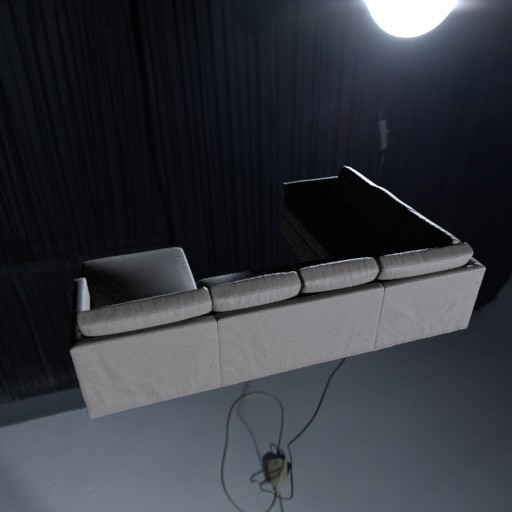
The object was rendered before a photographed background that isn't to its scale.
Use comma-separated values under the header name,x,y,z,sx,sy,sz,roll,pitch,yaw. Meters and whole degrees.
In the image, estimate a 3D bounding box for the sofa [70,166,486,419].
name,x,y,z,sx,sy,sz,roll,pitch,yaw
sofa,0.000,0.000,4.523,3.460,0.882,2.427,-9,32,-15
